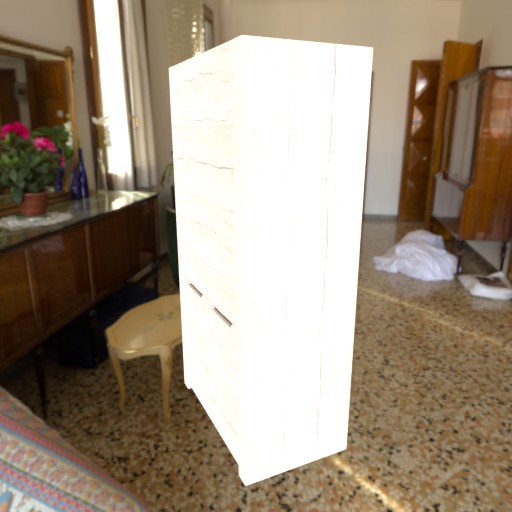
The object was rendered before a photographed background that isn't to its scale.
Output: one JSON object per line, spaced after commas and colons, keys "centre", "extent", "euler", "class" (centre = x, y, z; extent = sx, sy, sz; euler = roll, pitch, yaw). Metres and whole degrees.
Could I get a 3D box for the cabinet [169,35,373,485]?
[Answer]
{"centre": [0.000, 0.000, 2.356], "extent": [0.580, 1.930, 0.980], "euler": [-8, 18, -25], "class": "cabinet"}
